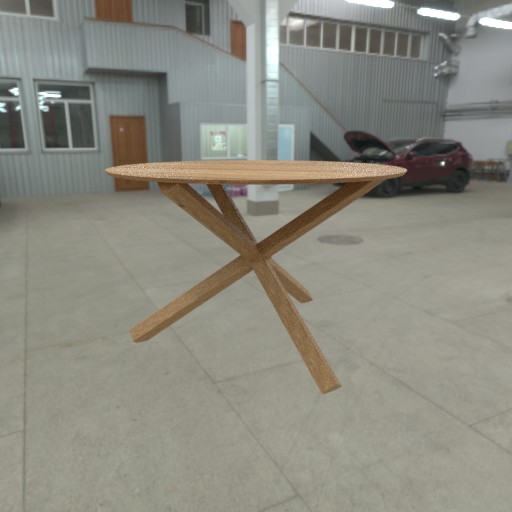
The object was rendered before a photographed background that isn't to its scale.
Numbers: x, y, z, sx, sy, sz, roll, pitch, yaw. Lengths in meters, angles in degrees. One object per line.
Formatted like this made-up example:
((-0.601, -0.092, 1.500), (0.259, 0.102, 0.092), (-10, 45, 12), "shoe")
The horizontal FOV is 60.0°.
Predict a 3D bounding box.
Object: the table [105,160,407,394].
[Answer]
((0.000, 0.000, 1.687), (1.038, 0.666, 1.038), (0, 15, 0), "table")
